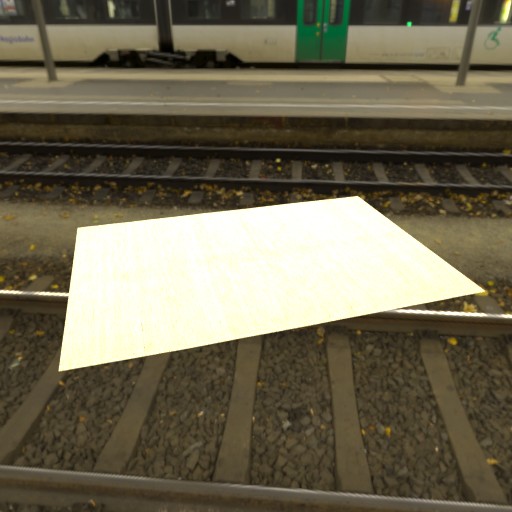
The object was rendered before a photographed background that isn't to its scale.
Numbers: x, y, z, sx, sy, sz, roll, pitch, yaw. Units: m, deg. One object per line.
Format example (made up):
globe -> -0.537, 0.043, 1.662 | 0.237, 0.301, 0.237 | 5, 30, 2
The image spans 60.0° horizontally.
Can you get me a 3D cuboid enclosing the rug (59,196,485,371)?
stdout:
rug -> 0.000, 0.000, 2.352 | 1.850, 0.015, 1.250 | -8, 30, -14
